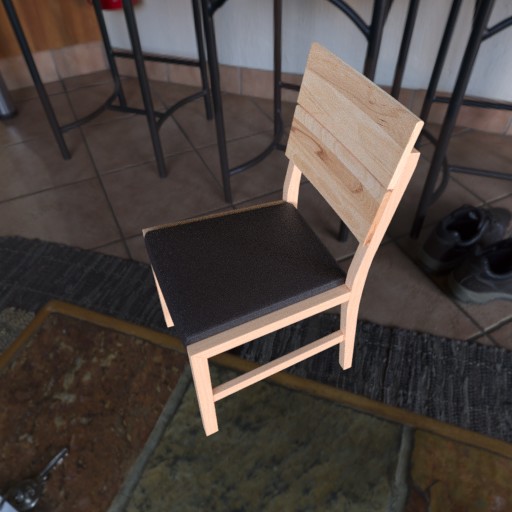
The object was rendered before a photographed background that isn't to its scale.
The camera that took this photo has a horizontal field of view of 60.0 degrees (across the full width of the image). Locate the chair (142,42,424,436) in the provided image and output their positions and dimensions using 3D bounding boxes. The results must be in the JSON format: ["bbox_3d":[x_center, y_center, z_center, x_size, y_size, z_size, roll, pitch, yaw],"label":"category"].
[{"bbox_3d":[0.000,0.000,1.262,0.560,0.950,0.475,-18,49,-16],"label":"chair"}]
